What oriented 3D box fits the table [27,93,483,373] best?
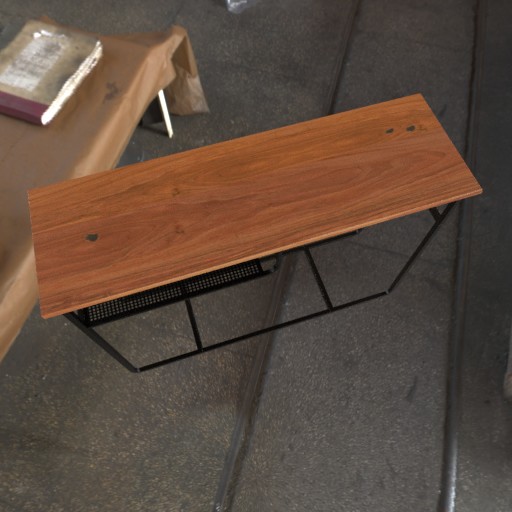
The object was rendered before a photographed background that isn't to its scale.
[{"bbox_3d":[0.000,0.000,1.455,1.100,0.750,0.350,-16,65,-8],"label":"table"}]
